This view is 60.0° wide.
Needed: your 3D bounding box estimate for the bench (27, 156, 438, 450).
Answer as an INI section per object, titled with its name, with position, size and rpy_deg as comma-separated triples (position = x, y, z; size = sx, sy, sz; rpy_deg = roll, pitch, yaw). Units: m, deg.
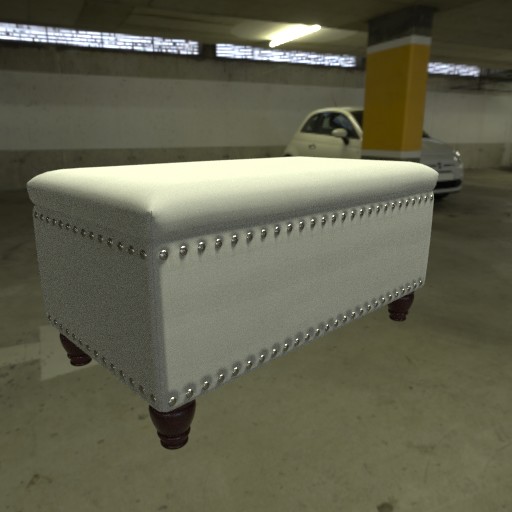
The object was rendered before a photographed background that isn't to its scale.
[bench]
position = 0.000, 0.000, 1.115
size = 0.887, 0.449, 0.500
rpy_deg = -14, 21, -42
